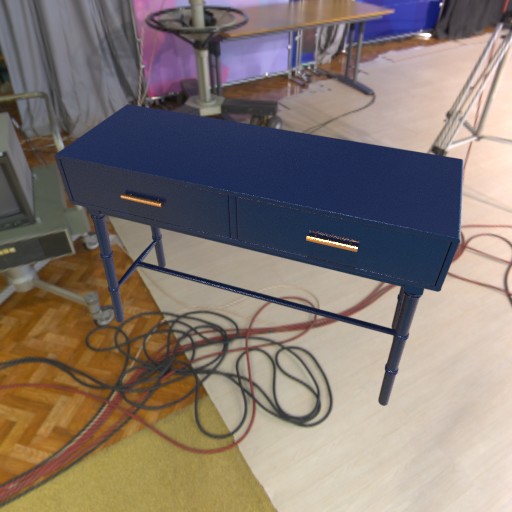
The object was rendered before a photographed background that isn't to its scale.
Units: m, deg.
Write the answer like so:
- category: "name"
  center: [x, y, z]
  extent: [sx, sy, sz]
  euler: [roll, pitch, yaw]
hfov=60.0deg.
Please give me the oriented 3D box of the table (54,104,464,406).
- category: "table"
  center: [0.000, 0.000, 1.515]
  extent: [1.118, 0.749, 0.399]
  euler: [14, 43, 15]
